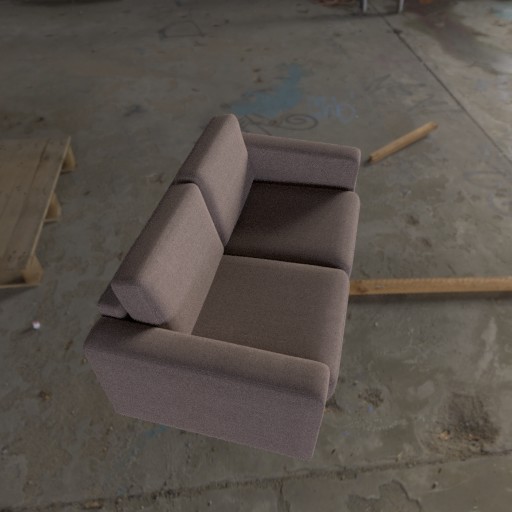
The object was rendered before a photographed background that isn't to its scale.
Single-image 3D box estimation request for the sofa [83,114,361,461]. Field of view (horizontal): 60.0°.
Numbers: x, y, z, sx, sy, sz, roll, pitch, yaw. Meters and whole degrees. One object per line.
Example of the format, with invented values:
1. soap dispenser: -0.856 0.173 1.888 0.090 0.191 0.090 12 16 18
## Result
1. sofa: 0.000 0.000 2.094 0.900 0.800 1.520 10 47 9
